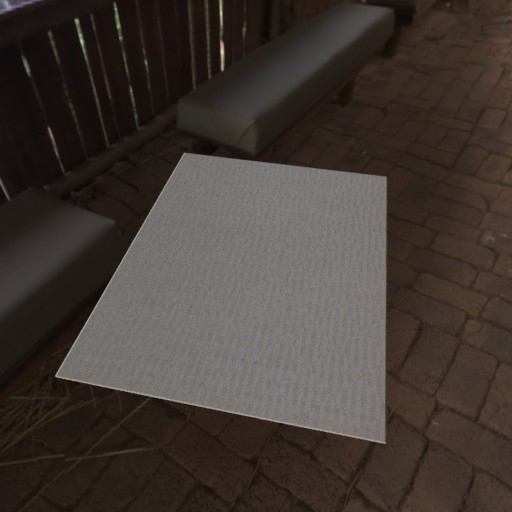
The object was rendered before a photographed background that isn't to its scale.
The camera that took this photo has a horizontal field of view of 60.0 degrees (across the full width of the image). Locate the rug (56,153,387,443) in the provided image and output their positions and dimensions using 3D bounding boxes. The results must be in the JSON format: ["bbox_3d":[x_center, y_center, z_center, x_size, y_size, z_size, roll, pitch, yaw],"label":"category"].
[{"bbox_3d":[0.000,0.000,4.159,2.410,0.021,3.055,9,46,8],"label":"rug"}]
